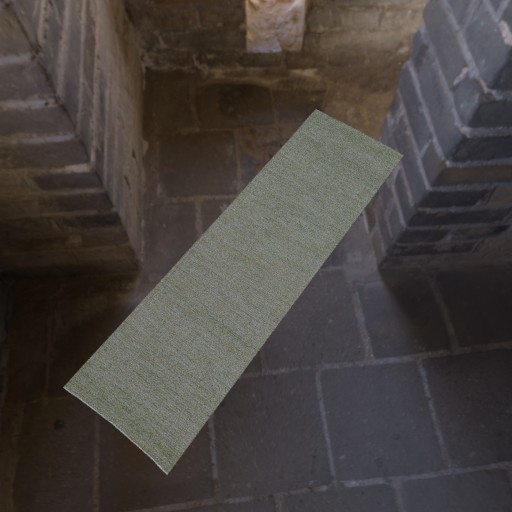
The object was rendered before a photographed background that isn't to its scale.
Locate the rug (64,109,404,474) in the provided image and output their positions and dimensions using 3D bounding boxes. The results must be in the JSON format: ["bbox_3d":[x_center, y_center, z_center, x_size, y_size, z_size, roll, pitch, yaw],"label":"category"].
[{"bbox_3d":[0.000,0.000,2.561,0.686,0.013,2.340,33,68,15],"label":"rug"}]
